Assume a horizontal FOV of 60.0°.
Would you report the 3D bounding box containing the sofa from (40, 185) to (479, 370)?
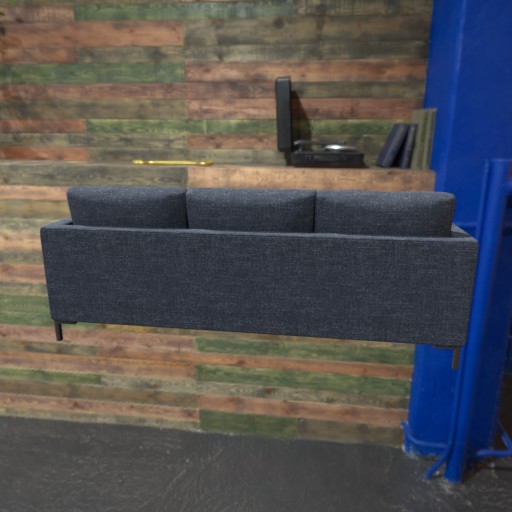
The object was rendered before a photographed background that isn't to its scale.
[{"bbox_3d":[0.000,0.000,2.651,2.218,0.874,0.859,2,16,8],"label":"sofa"}]
